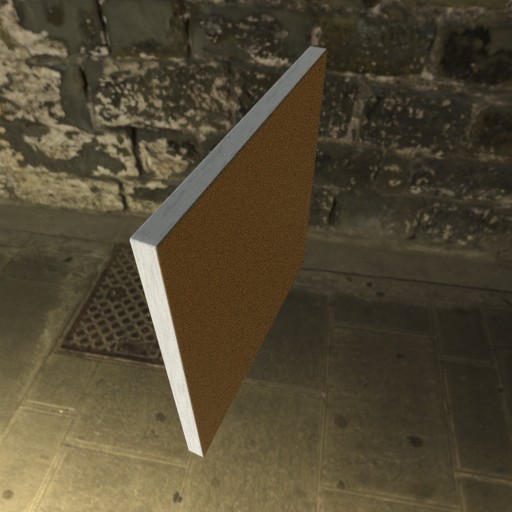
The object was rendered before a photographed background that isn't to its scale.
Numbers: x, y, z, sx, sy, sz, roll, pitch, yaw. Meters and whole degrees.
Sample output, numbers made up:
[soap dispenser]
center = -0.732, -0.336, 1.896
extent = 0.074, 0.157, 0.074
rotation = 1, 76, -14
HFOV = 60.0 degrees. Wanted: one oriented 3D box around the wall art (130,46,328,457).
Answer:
[wall art]
center = 0.000, 0.000, 1.897
extent = 0.078, 1.288, 1.287
rotation = 18, 48, 17
